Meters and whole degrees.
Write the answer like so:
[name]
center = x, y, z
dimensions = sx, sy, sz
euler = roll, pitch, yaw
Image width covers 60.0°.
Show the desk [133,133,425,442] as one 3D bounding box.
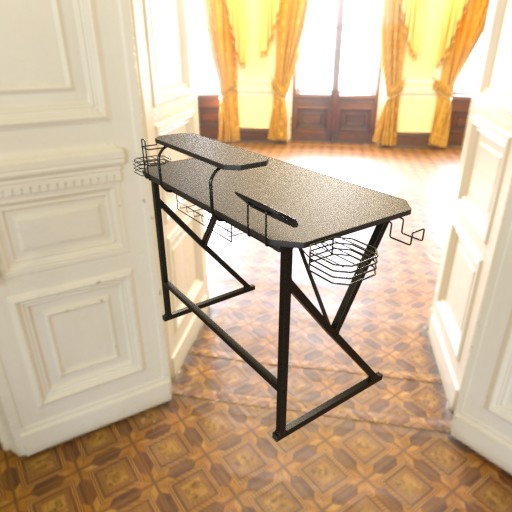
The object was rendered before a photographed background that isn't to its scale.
[desk]
center = 0.000, 0.000, 1.702
dimensions = 0.580, 0.880, 1.290
euler = -17, 31, -31
